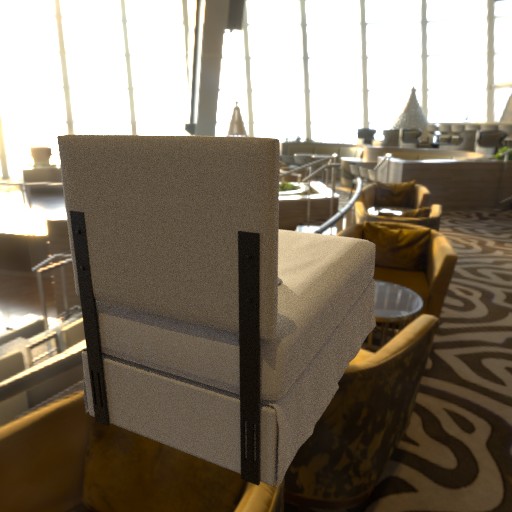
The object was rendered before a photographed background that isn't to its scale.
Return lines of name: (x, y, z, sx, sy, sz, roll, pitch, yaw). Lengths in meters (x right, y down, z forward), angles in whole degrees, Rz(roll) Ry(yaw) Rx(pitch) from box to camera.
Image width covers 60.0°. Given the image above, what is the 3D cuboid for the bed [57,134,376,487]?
bed: (0.000, 0.000, 2.905, 1.261, 1.571, 1.997, 8, 19, 26)
